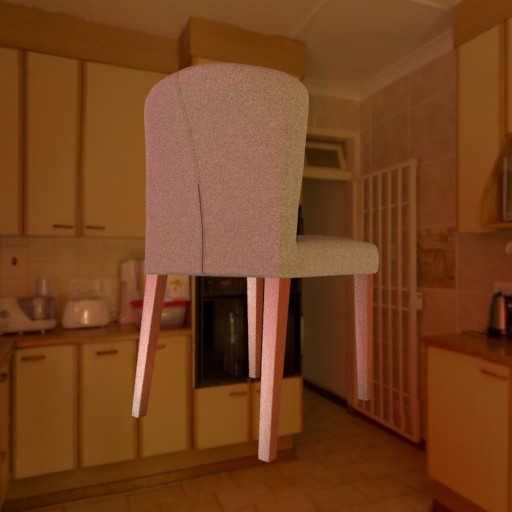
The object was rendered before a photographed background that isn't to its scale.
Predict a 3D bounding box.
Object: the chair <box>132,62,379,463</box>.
[{"bbox_3d":[0.000,0.000,1.224,0.491,0.839,0.592,0,-1,37],"label":"chair"}]
